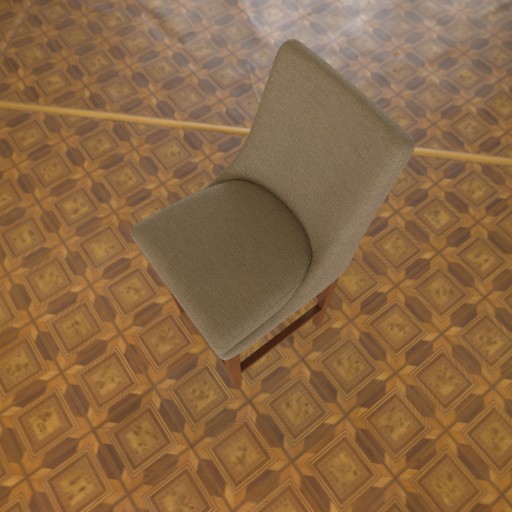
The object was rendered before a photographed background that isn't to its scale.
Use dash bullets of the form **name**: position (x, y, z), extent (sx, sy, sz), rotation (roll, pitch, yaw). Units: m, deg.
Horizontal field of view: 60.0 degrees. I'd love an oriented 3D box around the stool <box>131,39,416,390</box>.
- **stool**: position (0.000, 0.000, 1.392), extent (0.577, 1.078, 0.470), rotation (-34, 69, -15)
